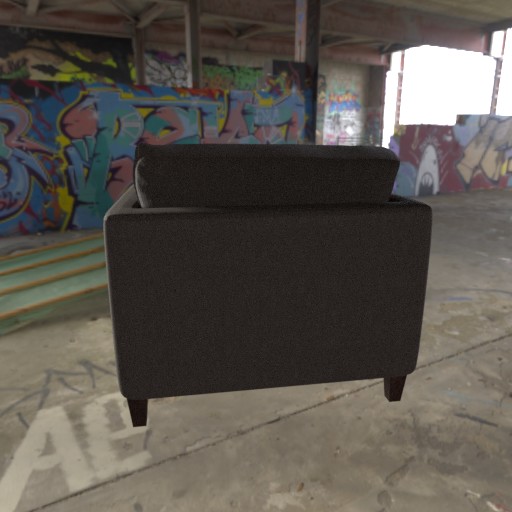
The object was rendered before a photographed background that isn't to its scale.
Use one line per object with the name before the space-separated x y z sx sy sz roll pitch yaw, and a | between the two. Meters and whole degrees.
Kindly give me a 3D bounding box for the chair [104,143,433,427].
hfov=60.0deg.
chair | 0.000 0.000 1.919 1.107 0.963 0.959 -2 16 -9
